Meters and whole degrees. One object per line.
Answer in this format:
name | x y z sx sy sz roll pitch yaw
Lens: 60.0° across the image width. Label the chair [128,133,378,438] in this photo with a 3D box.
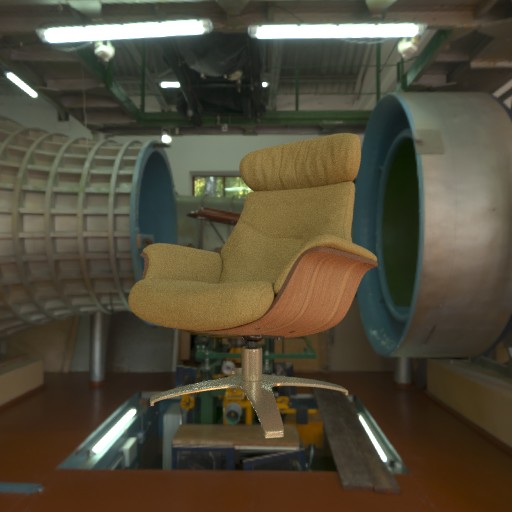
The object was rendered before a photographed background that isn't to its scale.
chair | 0.000 0.000 1.588 0.785 0.995 0.837 -1 -2 36
